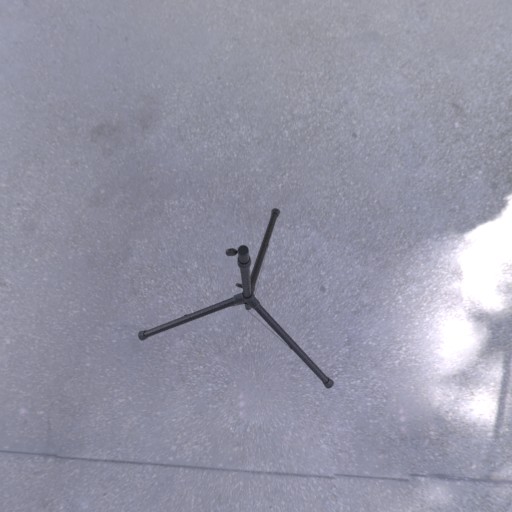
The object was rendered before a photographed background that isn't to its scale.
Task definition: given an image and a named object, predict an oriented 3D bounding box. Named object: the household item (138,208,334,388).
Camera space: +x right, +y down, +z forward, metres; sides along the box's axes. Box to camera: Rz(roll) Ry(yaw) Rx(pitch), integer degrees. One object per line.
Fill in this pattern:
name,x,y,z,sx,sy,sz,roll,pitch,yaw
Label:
household item,0.000,0.000,1.892,1.045,1.136,0.907,15,74,4
